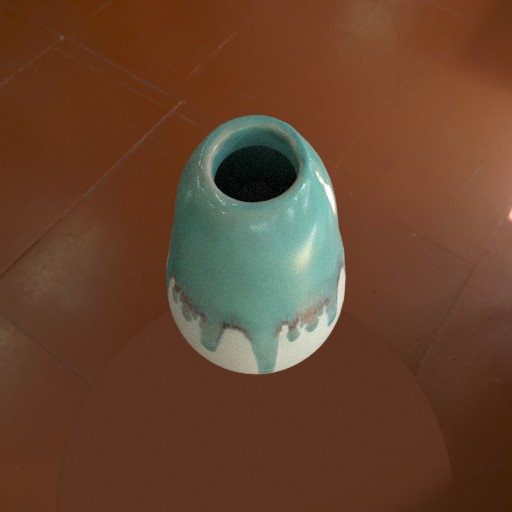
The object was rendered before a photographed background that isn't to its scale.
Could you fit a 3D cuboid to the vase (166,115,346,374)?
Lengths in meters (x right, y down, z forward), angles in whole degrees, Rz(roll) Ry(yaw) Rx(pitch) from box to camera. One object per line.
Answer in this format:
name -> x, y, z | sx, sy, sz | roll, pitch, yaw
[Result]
vase -> 0.000, 0.000, 0.258 | 0.116, 0.179, 0.116 | 0, 64, 0
